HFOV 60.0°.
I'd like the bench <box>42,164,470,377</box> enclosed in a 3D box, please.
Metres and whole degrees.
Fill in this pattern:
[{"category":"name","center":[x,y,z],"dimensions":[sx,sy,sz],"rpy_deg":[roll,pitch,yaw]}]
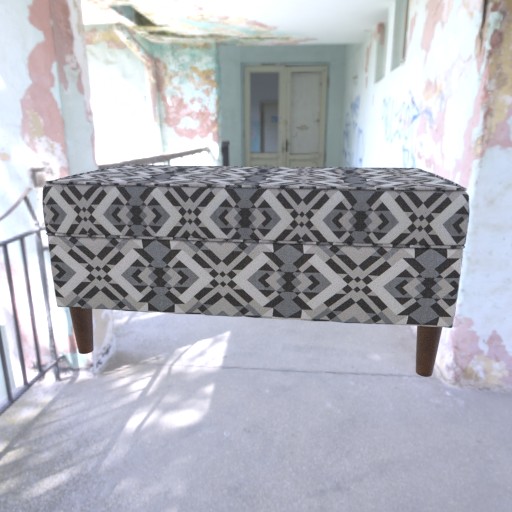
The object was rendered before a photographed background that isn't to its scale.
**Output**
[{"category":"bench","center":[0.000,0.000,1.297],"dimensions":[1.016,0.477,0.492],"rpy_deg":[2,17,7]}]
